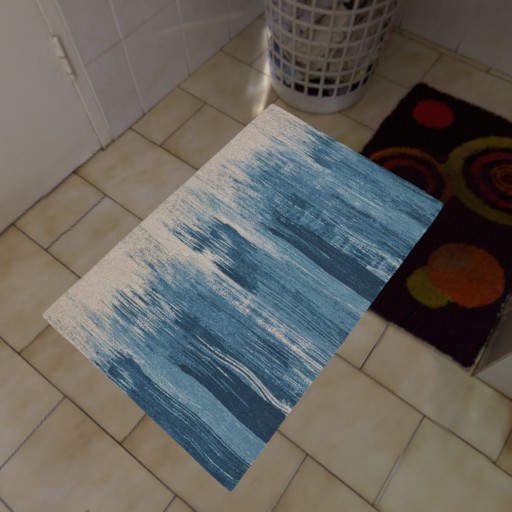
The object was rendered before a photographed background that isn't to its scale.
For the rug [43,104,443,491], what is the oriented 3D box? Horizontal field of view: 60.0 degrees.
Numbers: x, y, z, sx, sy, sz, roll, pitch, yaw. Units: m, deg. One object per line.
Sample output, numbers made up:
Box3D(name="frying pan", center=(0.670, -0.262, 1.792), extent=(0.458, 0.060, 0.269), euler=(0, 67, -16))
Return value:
Box3D(name="rug", center=(0.000, 0.000, 2.320), extent=(1.232, 0.009, 1.836), euler=(36, 68, 17))
